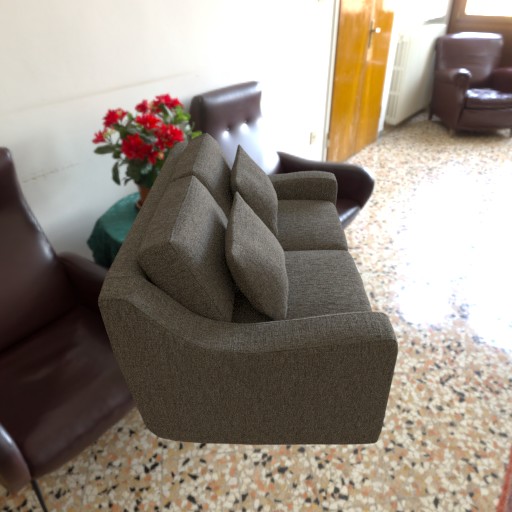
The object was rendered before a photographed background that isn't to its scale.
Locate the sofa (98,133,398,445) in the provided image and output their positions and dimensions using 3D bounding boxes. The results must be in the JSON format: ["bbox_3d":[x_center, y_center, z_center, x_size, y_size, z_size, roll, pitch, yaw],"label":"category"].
[{"bbox_3d":[0.000,0.000,2.449,1.120,0.991,1.778,0,32,0],"label":"sofa"}]
